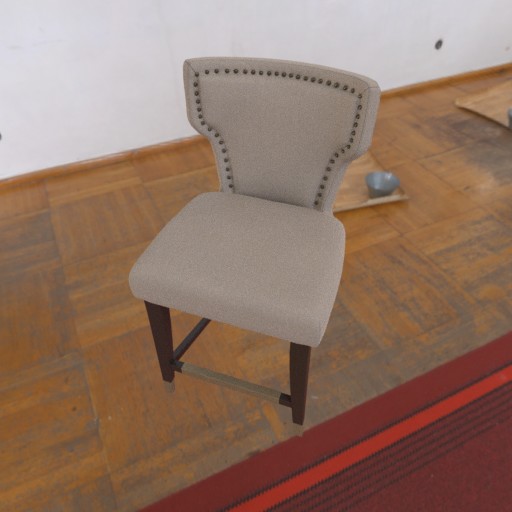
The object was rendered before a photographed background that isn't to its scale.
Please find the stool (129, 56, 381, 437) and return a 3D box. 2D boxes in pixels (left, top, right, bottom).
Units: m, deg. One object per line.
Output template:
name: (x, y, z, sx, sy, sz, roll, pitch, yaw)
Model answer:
stool: (0.000, 0.000, 1.325, 0.527, 0.982, 0.563, 13, 43, 14)
